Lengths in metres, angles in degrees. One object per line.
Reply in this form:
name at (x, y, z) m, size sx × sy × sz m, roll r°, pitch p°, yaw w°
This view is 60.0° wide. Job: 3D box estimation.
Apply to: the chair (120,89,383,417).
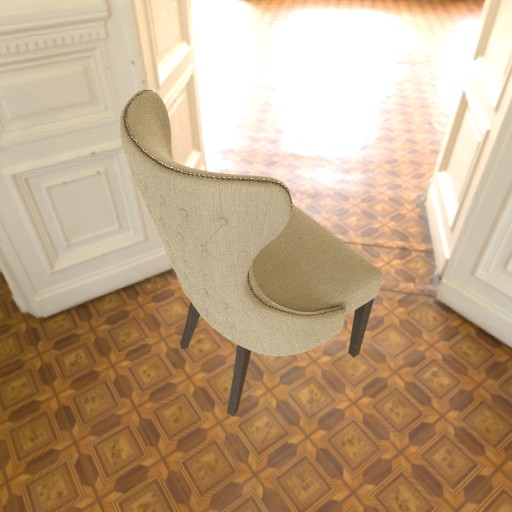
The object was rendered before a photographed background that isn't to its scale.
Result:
chair at (0.000, 0.000, 1.401) m, size 0.635 × 0.967 × 0.628 m, roll -26°, pitch 48°, yaw -26°
